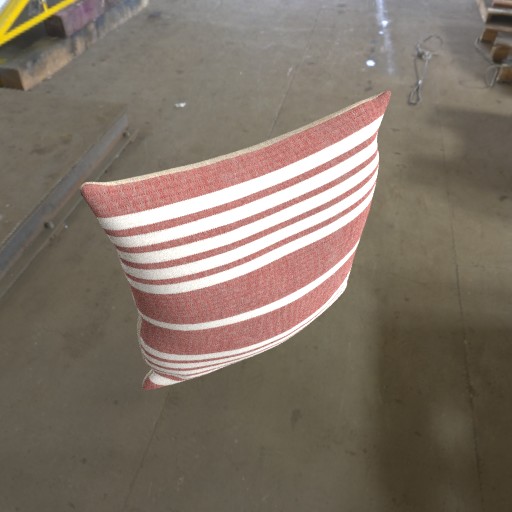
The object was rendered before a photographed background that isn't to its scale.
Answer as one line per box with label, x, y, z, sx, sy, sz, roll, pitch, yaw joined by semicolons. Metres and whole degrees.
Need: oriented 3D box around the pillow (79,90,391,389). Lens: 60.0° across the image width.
pillow;0.000;0.000;0.675;0.439;0.427;0.182;-24;50;-22
